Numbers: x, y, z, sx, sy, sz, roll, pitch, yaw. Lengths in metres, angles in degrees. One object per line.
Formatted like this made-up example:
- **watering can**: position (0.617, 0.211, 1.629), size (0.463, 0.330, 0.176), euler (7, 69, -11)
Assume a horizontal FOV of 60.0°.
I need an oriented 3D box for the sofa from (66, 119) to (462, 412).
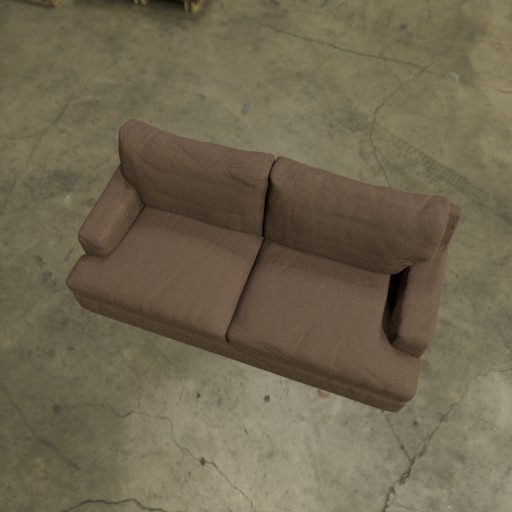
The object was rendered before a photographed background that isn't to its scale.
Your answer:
- **sofa**: position (0.000, 0.000, 2.828), size (2.274, 0.950, 1.140), euler (16, 60, 10)
